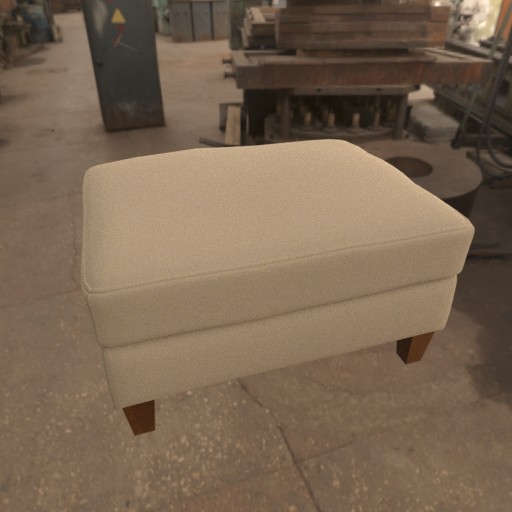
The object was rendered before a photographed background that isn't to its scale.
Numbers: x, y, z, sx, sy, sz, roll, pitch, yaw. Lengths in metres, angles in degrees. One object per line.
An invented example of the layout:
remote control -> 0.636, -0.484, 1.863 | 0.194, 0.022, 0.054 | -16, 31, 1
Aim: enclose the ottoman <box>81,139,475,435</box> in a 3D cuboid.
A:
ottoman -> 0.000, 0.000, 1.185 | 0.818, 0.485, 0.634 | -10, 34, -15
